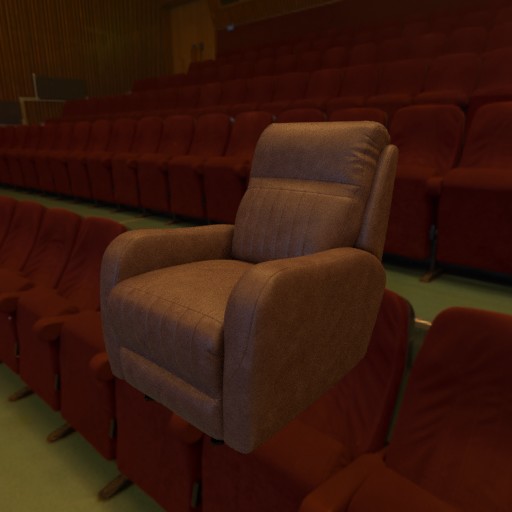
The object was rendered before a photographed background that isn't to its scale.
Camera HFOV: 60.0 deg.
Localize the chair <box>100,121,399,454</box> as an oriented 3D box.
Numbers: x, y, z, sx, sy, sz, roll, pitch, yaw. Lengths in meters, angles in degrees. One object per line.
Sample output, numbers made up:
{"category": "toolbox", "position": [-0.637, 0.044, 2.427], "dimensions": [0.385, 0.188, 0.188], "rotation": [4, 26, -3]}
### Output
{"category": "chair", "position": [0.000, 0.000, 1.819], "dimensions": [0.865, 1.067, 1.067], "rotation": [14, 21, 40]}
